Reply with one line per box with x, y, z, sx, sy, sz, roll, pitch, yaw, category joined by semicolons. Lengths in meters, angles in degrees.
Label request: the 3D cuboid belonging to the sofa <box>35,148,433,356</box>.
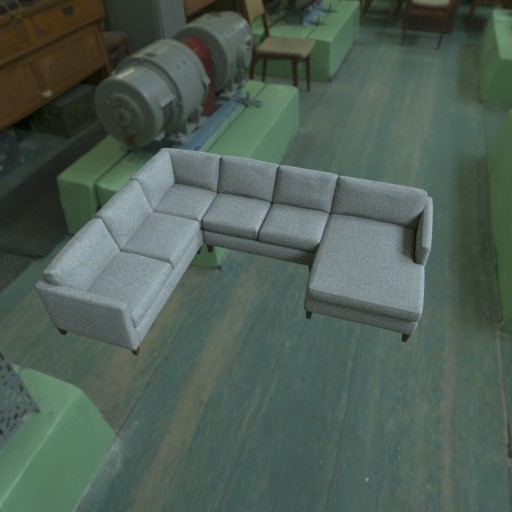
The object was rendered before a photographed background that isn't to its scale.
0.000;0.000;4.694;3.460;0.959;2.593;12;44;13;sofa
